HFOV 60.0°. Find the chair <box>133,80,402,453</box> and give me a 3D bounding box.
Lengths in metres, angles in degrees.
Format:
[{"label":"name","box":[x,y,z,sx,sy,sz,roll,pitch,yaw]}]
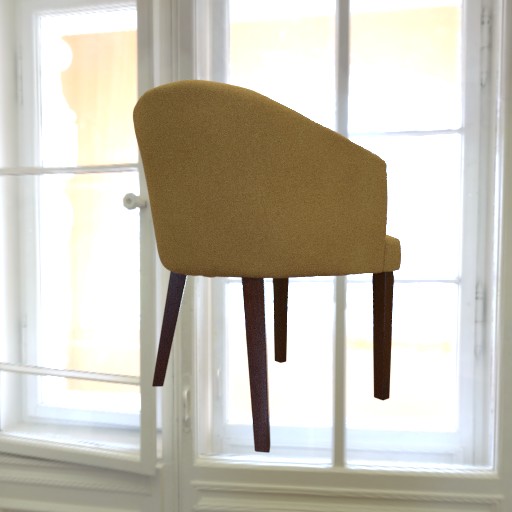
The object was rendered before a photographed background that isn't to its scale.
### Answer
[{"label":"chair","box":[0.000,0.000,1.256,0.655,0.811,0.583,-2,4,-37]}]
